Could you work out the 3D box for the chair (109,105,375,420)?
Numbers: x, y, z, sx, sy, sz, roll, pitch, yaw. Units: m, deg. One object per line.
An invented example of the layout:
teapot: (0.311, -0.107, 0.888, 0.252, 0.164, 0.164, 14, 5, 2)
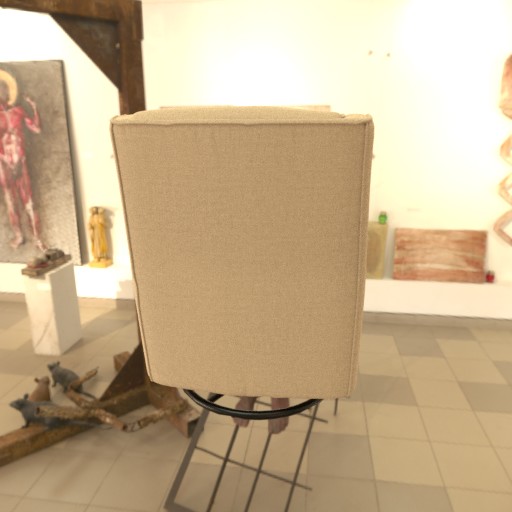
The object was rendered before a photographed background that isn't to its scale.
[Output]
chair: (0.000, 0.000, 1.590, 0.732, 0.993, 0.879, 2, 16, 7)
